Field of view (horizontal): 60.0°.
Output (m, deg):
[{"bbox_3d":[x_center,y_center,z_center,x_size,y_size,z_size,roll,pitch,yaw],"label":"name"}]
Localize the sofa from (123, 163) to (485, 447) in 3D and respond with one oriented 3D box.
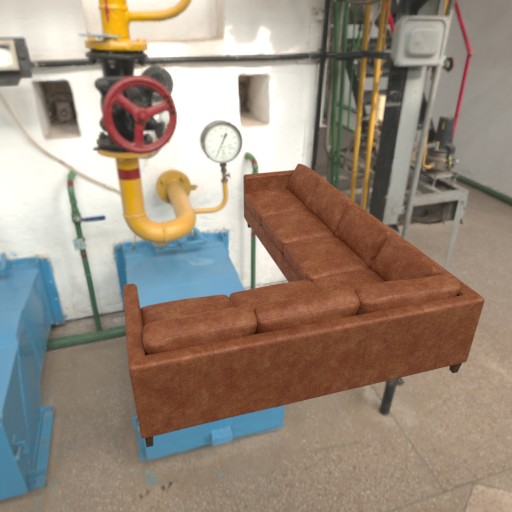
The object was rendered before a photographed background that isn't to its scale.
[{"bbox_3d":[0.000,0.000,4.232,2.438,0.838,3.167,-8,30,-15],"label":"sofa"}]
